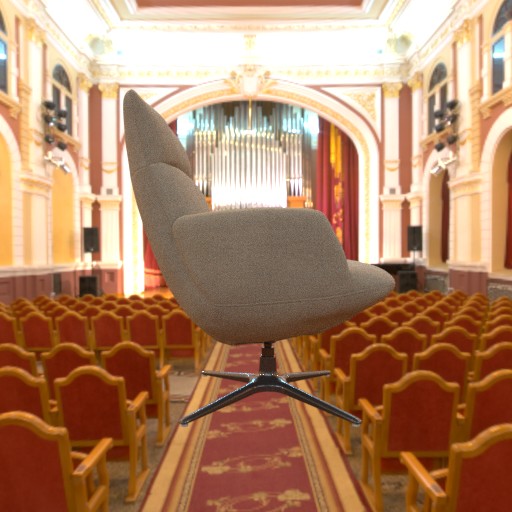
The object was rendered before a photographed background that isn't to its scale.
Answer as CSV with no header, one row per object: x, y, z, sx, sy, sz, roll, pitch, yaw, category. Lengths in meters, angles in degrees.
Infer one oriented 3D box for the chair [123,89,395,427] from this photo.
0.000,0.000,1.597,0.889,1.016,0.711,0,0,0,chair
